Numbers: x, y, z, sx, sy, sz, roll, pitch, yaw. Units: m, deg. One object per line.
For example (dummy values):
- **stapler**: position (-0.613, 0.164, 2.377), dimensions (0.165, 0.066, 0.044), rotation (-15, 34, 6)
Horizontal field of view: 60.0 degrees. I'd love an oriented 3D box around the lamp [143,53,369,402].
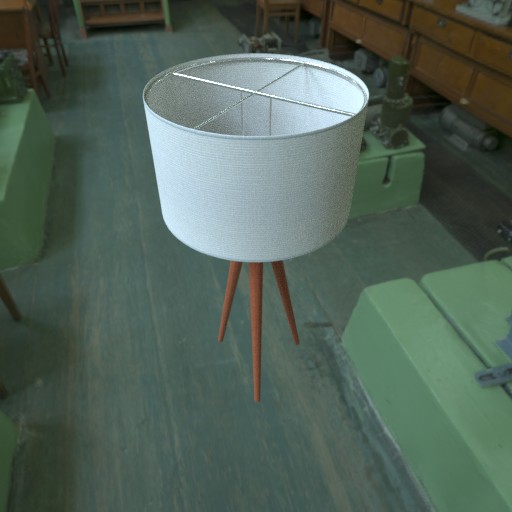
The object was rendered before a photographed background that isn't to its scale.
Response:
- **lamp**: position (0.000, 0.000, 0.937), dimensions (0.354, 0.709, 0.355), rotation (-12, 42, -13)
